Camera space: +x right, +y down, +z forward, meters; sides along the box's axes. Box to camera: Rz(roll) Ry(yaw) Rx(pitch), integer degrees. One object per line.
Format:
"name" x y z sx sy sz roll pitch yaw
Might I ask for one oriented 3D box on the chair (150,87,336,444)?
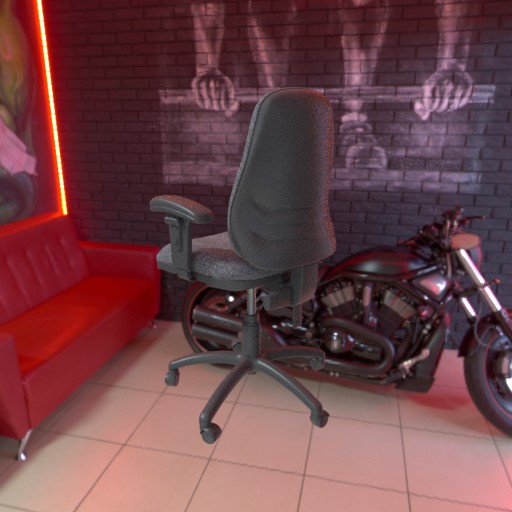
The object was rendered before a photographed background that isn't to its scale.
"chair" 0.000 0.000 1.302 0.550 0.910 0.530 -15 22 -42
